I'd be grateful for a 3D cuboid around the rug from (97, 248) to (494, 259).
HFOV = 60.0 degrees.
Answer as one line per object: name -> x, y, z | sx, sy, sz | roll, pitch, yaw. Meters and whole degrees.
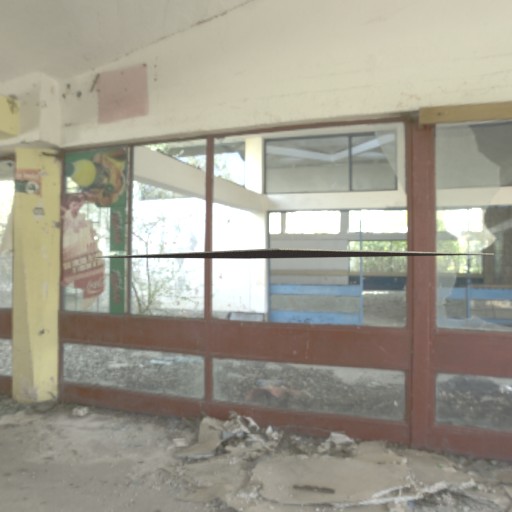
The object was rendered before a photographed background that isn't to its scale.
rug -> 0.000, 0.000, 3.001 | 1.507, 0.007, 2.433 | 1, -1, -35
